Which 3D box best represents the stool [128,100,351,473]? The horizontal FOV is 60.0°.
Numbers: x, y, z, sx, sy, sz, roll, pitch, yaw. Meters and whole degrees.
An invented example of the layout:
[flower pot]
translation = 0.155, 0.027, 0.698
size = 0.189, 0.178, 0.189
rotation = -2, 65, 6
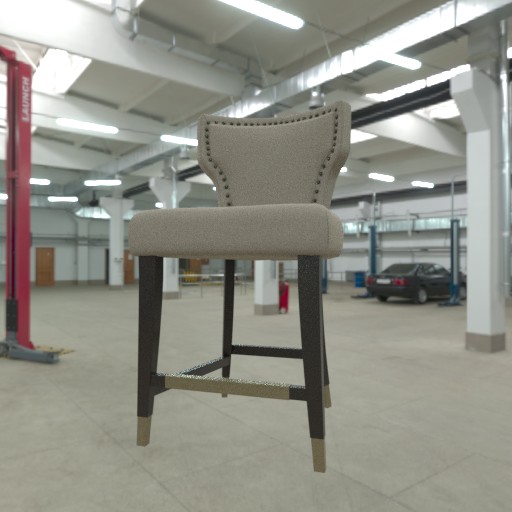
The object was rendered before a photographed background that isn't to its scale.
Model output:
[stool]
translation = 0.000, 0.000, 1.311
size = 0.527, 0.982, 0.563
rotation = 0, 0, 18
